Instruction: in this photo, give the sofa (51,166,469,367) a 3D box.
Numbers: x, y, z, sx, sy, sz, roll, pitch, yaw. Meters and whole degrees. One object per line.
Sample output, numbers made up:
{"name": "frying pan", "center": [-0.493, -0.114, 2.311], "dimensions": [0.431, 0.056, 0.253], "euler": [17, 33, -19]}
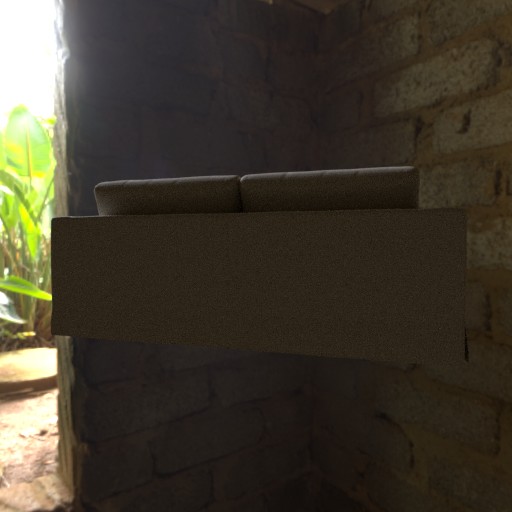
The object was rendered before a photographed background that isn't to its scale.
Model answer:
{"name": "sofa", "center": [0.000, 0.000, 2.603], "dimensions": [2.163, 0.881, 0.954], "euler": [0, 2, 18]}
